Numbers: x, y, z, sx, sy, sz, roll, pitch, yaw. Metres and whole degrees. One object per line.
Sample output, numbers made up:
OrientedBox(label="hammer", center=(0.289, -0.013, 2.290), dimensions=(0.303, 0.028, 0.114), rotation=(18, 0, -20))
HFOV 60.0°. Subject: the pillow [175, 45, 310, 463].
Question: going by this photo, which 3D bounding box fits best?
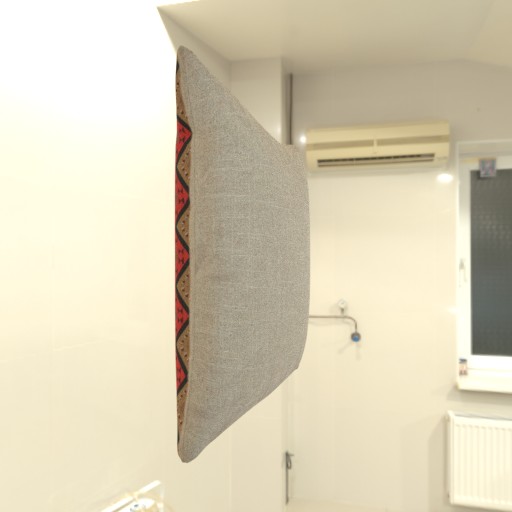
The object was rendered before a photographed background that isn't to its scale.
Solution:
OrientedBox(label="pillow", center=(0.000, 0.000, 0.777), dimensions=(0.158, 0.511, 0.513), rotation=(0, 0, 21))
